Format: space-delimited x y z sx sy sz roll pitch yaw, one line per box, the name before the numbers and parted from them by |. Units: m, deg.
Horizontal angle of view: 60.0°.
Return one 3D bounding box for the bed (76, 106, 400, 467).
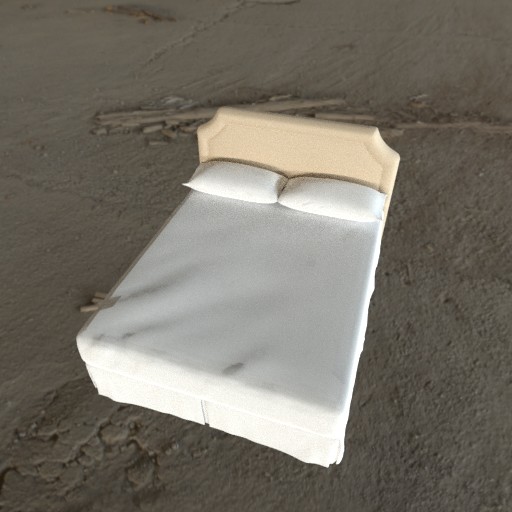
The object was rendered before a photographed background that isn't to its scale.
bed | 0.000 0.000 3.879 2.134 1.524 2.548 12 43 14
